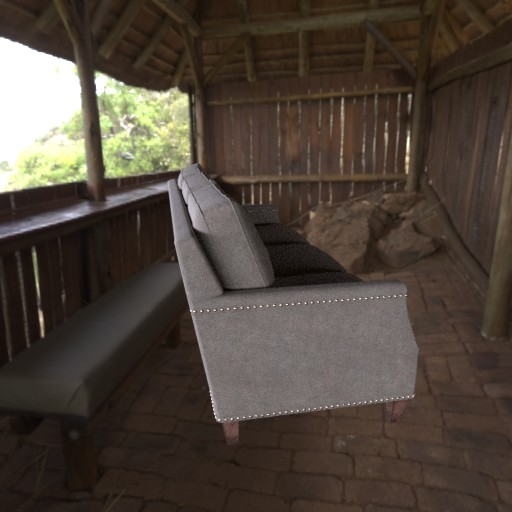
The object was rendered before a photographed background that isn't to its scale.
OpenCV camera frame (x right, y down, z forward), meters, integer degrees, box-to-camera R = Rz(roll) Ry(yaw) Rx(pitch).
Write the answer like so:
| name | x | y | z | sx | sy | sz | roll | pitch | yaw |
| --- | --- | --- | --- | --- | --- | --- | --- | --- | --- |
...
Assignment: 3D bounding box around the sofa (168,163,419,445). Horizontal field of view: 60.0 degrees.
| name | x | y | z | sx | sy | sz | roll | pitch | yaw |
| --- | --- | --- | --- | --- | --- | --- | --- | --- | --- |
| sofa | 0.000 | 0.000 | 2.795 | 1.034 | 1.042 | 2.226 | -3 | 16 | -11 |
